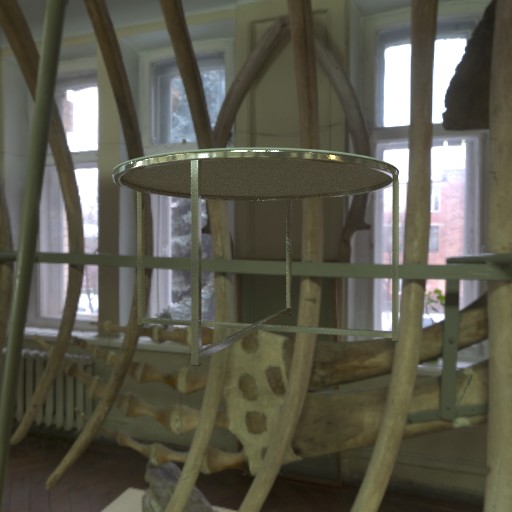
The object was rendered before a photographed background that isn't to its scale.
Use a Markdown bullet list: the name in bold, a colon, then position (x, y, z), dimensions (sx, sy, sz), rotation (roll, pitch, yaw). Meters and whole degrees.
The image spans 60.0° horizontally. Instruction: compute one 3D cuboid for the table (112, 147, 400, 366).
- **table**: position (0.000, 0.000, 1.300), dimensions (0.800, 0.450, 0.800), rotation (0, 1, 0)
